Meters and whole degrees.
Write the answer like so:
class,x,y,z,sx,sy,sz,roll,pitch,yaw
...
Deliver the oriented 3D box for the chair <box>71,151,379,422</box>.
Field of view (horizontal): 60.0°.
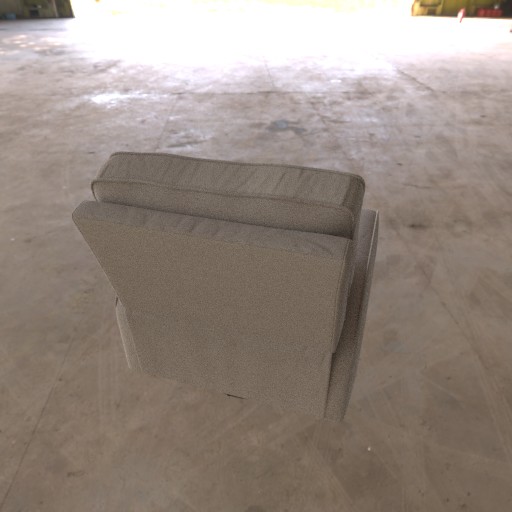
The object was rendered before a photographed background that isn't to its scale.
class,x,y,z,sx,sy,sz,roll,pitch,yaw
chair,0.000,0.000,1.662,0.861,0.964,0.969,10,34,15
